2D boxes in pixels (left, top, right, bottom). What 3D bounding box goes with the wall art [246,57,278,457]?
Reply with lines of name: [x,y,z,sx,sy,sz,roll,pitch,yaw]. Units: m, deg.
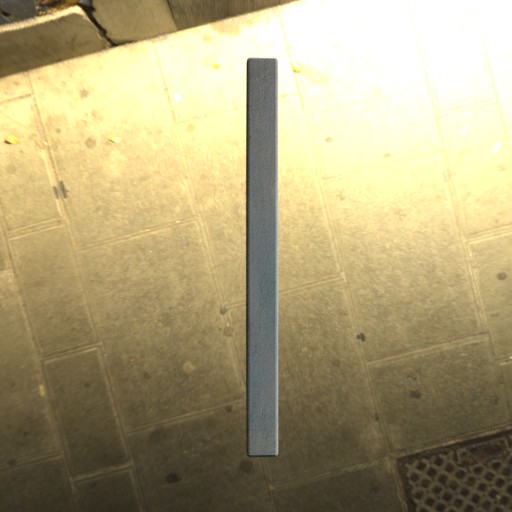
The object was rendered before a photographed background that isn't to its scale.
wall art: [0.000,0.000,0.791,0.035,0.605,0.443,0,90,-1]
